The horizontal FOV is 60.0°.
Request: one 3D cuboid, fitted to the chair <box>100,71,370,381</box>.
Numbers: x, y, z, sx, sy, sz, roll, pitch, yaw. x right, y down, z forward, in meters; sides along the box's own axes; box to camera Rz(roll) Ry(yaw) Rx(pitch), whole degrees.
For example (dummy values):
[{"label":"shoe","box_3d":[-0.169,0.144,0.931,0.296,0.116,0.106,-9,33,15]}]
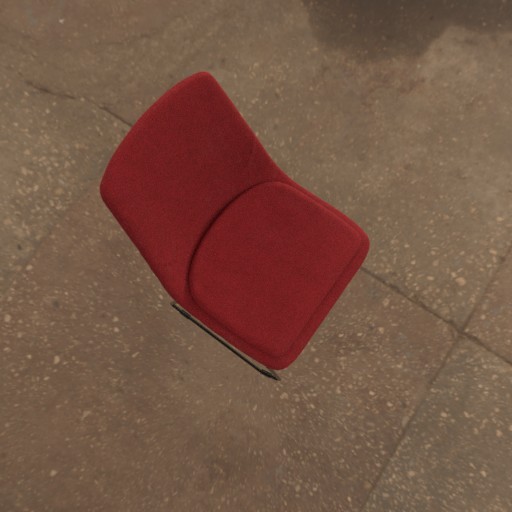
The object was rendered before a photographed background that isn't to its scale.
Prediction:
[{"label":"chair","box_3d":[0.000,0.000,1.168,0.518,0.858,0.479,35,79,8]}]
